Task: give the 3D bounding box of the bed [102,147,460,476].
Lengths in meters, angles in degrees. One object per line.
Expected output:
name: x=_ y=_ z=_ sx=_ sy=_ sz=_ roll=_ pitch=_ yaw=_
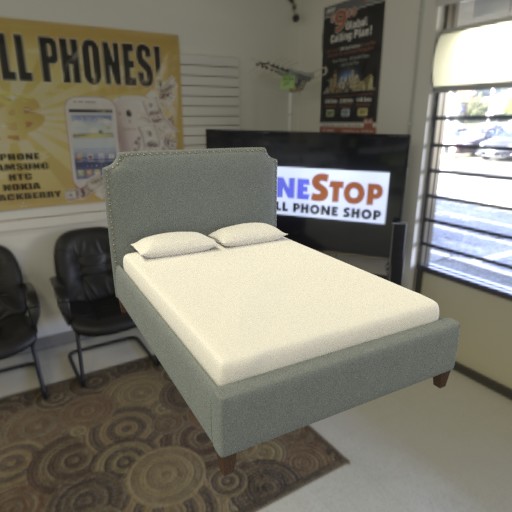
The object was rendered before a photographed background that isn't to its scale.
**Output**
bed: x=0.000 y=0.000 z=3.339 sx=1.712 sy=1.443 sz=2.372 roll=-9 pitch=19 yaw=-27
